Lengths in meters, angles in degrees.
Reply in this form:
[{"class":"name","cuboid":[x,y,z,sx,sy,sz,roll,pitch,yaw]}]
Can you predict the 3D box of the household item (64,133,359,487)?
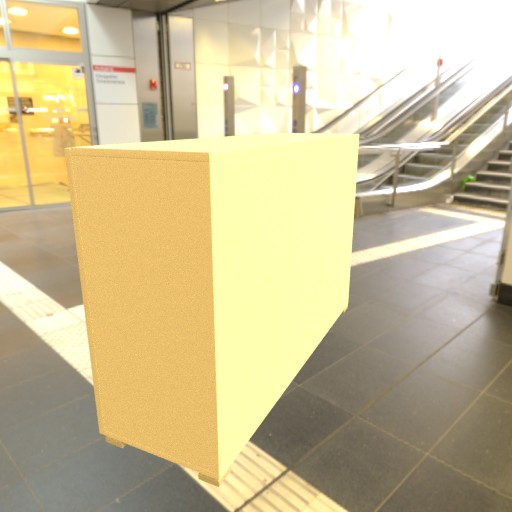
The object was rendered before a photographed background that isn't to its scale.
[{"class":"household item","cuboid":[0.000,0.000,1.692,0.420,0.867,1.300,8,19,25]}]
